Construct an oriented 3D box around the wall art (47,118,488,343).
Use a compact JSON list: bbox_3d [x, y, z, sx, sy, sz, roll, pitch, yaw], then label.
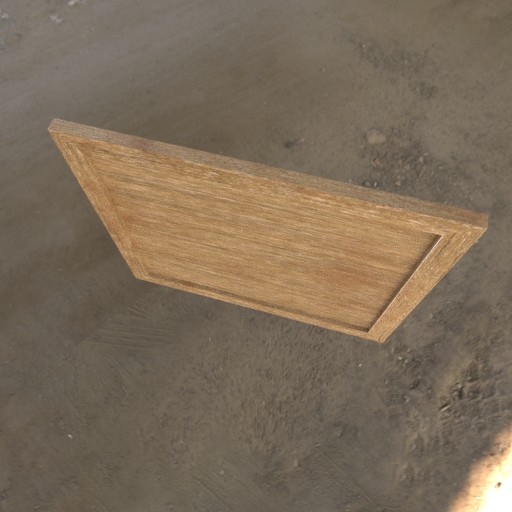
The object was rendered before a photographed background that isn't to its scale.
[{"bbox_3d":[0.000,0.000,0.939,0.690,0.588,0.026,14,64,7],"label":"wall art"}]
